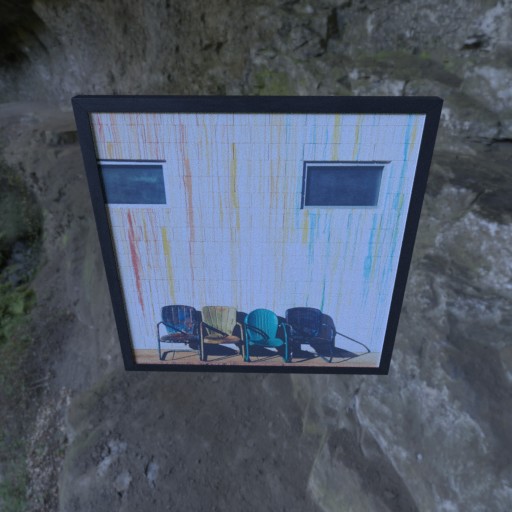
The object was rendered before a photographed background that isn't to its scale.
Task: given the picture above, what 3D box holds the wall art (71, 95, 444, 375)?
[{"bbox_3d":[0.000,0.000,1.112,0.763,0.763,0.039,1,30,1],"label":"wall art"}]
